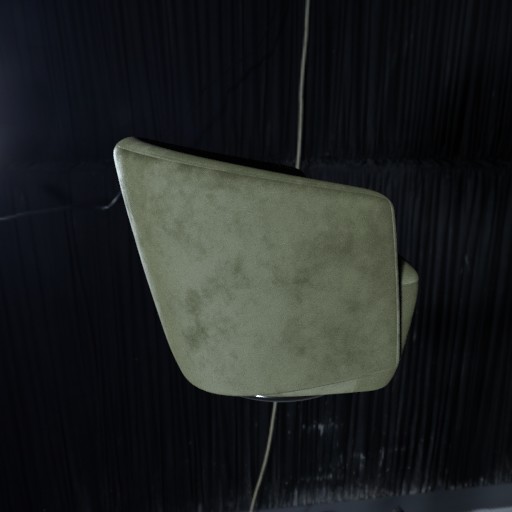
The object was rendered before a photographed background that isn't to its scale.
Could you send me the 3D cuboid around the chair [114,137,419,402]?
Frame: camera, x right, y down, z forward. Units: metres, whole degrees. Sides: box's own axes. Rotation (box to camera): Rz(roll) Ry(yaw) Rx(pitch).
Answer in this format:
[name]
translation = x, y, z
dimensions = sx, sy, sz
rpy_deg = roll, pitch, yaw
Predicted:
[chair]
translation = 0.000, 0.000, 1.343
dimensions = 0.767, 0.698, 0.773
rpy_deg = -2, 15, -9
